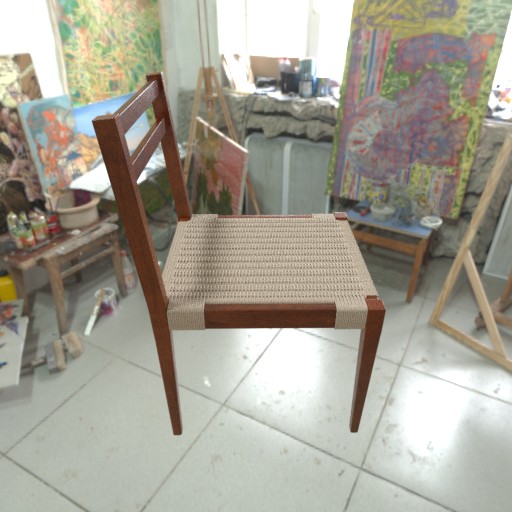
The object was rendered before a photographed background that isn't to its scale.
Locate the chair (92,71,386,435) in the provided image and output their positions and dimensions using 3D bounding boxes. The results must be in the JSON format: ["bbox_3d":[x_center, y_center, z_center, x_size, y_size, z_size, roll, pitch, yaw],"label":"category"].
[{"bbox_3d":[0.000,0.000,1.189,0.569,0.851,0.495,0,31,0],"label":"chair"}]
